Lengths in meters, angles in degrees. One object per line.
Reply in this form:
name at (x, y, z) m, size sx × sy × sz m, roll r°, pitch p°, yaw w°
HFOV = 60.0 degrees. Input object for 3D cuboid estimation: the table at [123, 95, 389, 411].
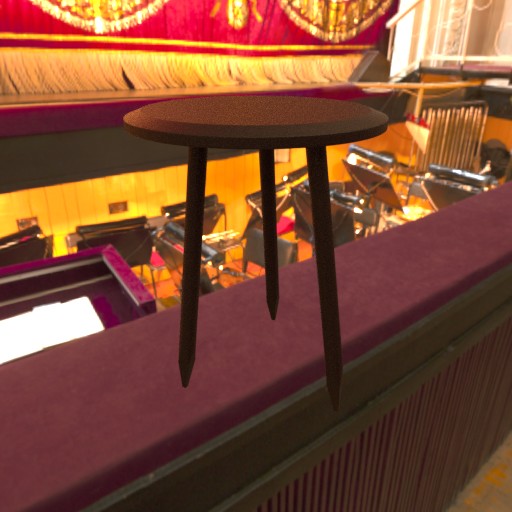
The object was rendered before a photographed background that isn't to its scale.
table at (0.000, 0.000, 0.912) m, size 0.457 × 0.585 × 0.457 m, roll 0°, pitch 25°, yaw 0°
